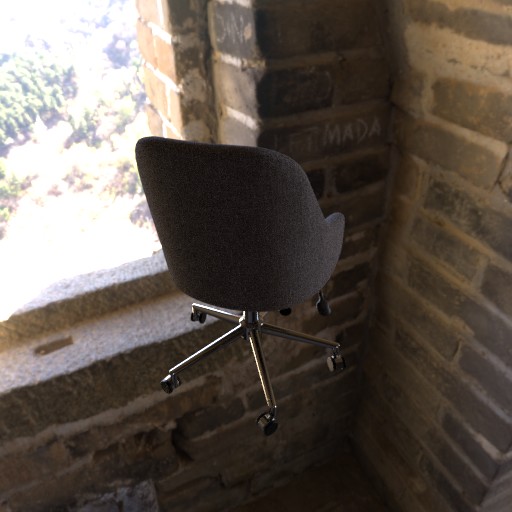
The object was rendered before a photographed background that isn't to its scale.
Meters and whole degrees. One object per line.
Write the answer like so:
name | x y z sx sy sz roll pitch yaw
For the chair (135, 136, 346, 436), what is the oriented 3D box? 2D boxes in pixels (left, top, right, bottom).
chair | 0.000 0.000 1.467 0.671 0.950 0.712 10 33 16
